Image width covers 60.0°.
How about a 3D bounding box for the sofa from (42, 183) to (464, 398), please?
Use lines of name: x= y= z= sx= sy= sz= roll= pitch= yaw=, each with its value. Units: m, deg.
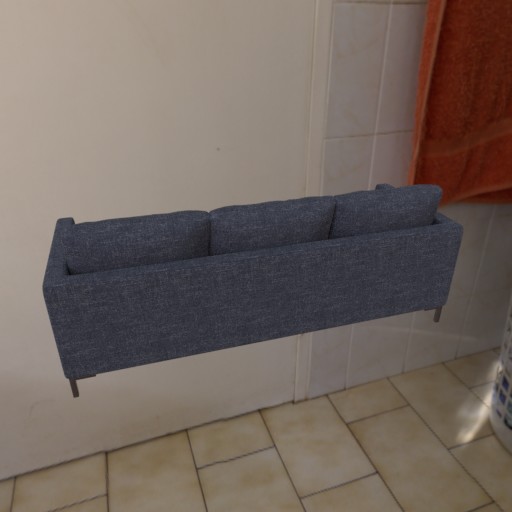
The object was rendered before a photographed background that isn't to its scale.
sofa: x=0.000 y=0.000 z=2.668 sx=2.218 sy=0.874 sz=0.859 roll=-8 pitch=29 yaw=-15
